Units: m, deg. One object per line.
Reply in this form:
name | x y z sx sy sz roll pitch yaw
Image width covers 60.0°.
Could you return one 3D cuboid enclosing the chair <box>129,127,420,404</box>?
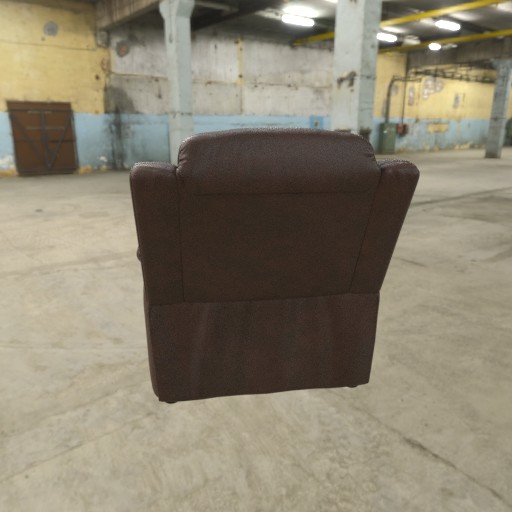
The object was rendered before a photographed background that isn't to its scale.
chair | 0.000 0.000 1.272 0.680 0.702 0.707 -2 16 -8
